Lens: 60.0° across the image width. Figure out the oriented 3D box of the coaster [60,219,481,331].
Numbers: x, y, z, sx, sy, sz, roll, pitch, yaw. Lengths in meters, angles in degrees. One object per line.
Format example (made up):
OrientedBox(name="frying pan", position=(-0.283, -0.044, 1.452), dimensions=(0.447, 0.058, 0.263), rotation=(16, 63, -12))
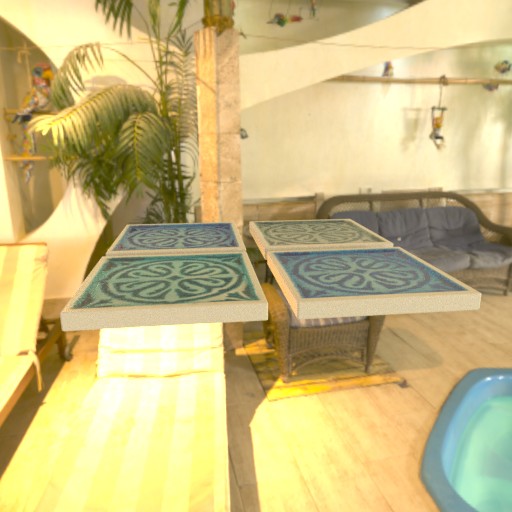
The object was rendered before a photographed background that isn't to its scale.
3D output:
OrientedBox(name="coaster", position=(0.000, 0.000, 0.330), dimensions=(0.219, 0.010, 0.214), rotation=(-2, 16, -7))
